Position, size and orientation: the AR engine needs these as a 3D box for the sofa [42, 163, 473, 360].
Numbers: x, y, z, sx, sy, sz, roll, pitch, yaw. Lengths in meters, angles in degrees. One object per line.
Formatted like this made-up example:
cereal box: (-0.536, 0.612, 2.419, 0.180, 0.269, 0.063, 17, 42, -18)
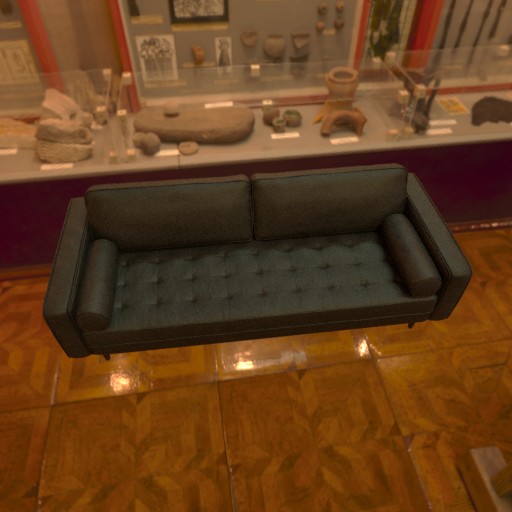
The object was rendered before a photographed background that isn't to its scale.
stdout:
sofa: (0.000, 0.000, 2.628, 2.210, 0.762, 0.914, -5, 47, -5)
